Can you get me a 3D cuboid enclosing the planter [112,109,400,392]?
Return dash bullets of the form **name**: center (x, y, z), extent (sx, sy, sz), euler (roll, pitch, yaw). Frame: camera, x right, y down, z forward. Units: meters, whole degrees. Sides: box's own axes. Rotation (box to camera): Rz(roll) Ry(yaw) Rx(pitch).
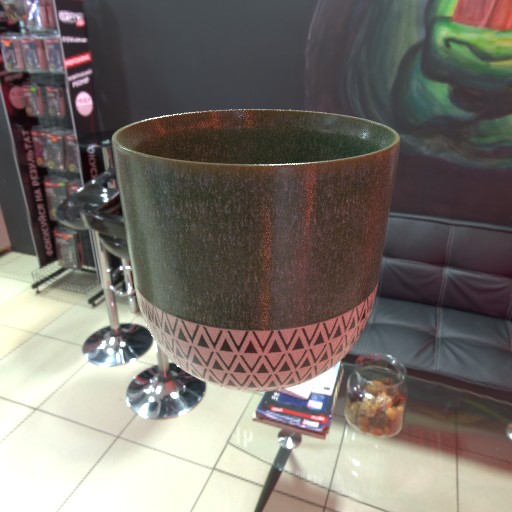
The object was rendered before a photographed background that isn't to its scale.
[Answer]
- **planter**: center (0.000, 0.000, 0.483), extent (0.266, 0.270, 0.266), euler (0, 26, 0)
